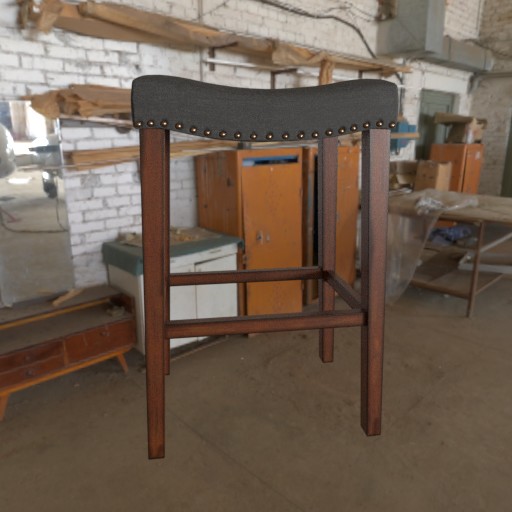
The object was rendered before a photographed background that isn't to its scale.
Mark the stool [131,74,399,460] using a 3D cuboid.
[{"bbox_3d":[0.000,0.000,1.017,0.502,0.748,0.366,-2,16,-8],"label":"stool"}]
